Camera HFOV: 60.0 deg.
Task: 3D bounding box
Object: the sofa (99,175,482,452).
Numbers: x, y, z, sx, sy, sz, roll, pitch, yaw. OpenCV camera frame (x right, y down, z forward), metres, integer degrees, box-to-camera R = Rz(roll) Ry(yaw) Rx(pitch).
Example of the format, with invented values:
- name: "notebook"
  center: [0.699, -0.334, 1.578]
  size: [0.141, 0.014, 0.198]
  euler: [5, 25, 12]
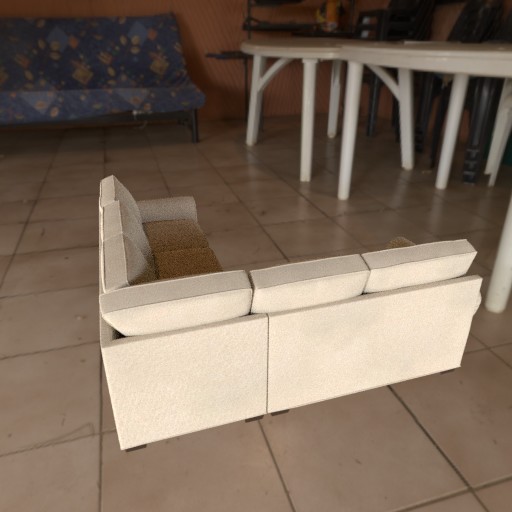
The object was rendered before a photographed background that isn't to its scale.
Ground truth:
- name: "sofa"
  center: [0.000, 0.000, 3.796]
  size: [2.487, 1.054, 2.569]
  euler: [-8, 28, -16]
